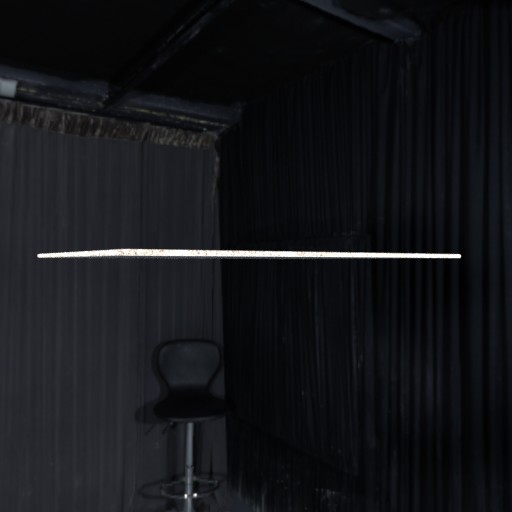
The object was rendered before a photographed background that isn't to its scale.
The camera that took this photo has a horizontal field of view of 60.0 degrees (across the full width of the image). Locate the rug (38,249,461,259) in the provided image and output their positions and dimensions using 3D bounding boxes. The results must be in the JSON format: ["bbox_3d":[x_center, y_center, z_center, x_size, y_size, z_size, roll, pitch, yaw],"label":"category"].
[{"bbox_3d":[0.000,0.000,3.403,2.743,0.030,1.778,0,-1,-37],"label":"rug"}]
